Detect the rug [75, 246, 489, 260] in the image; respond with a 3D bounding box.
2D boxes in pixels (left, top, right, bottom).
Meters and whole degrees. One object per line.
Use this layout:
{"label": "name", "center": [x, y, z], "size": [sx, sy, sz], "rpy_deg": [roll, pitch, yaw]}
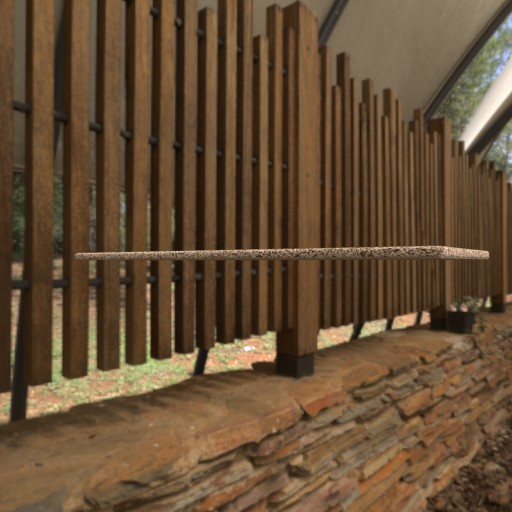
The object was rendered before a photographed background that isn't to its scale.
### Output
{"label": "rug", "center": [0.000, 0.000, 1.712], "size": [1.524, 0.030, 0.609], "rpy_deg": [-1, -1, 37]}
